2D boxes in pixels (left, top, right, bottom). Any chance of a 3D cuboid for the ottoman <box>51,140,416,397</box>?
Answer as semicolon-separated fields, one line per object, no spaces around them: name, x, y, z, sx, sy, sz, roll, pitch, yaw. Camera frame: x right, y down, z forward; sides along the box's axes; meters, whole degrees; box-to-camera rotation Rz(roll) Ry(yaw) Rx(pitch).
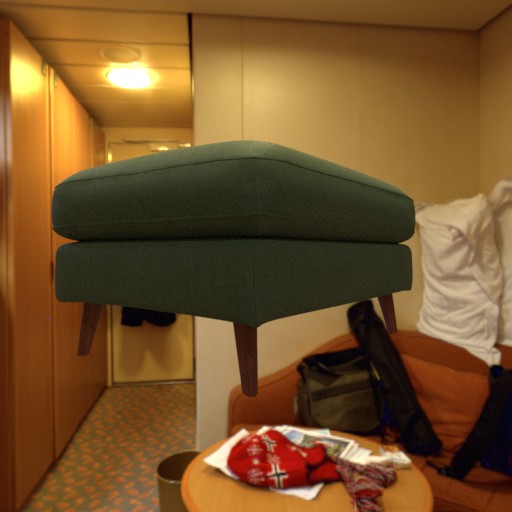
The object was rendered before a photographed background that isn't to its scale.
ottoman;0.000;0.000;1.144;0.608;0.449;0.811;0;1;36
